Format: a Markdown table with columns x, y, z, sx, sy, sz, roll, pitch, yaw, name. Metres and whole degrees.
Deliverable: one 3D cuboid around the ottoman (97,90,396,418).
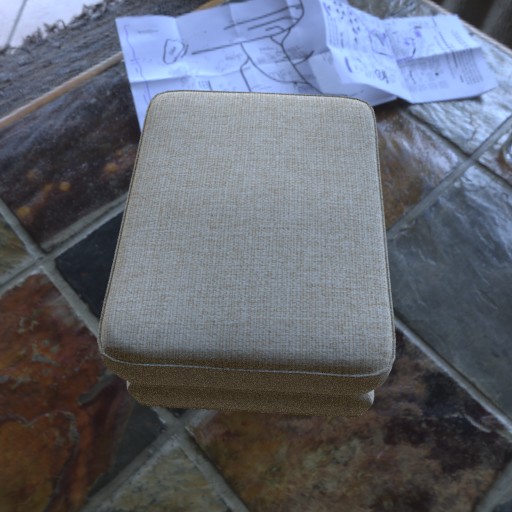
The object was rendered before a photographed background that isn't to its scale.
| x | y | z | sx | sy | sz | roll | pitch | yaw | name |
| --- | --- | --- | --- | --- | --- | --- | --- | --- | --- |
| 0.000 | 0.000 | 1.154 | 0.589 | 0.537 | 0.738 | 3 | 63 | 1 | ottoman |
